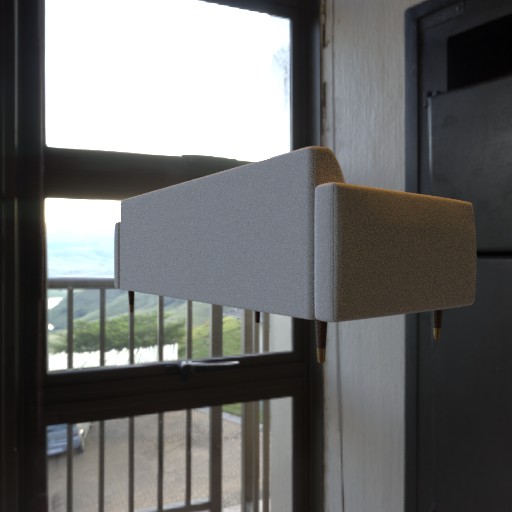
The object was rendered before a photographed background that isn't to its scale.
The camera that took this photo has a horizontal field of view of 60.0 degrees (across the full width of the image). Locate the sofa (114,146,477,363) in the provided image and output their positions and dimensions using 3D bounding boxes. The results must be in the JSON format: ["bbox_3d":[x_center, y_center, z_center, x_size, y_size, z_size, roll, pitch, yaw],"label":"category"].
[{"bbox_3d":[0.000,0.000,2.705,0.990,0.821,2.291,0,0,-37],"label":"sofa"}]
